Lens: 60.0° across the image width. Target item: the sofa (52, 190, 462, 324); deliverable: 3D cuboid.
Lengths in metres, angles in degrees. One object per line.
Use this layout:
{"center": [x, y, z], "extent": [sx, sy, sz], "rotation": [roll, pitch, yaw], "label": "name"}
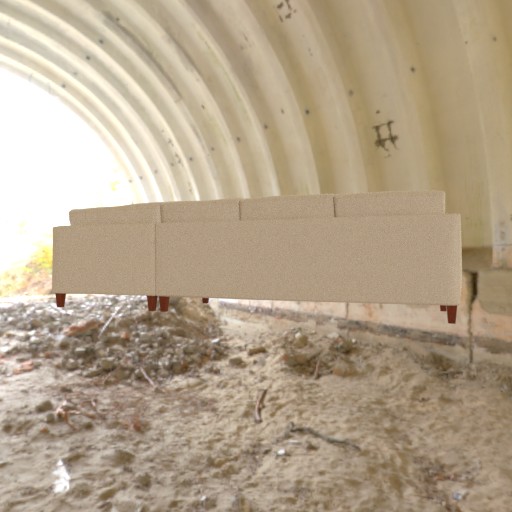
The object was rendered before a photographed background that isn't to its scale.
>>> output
{"center": [0.000, 0.000, 4.265], "extent": [3.471, 0.954, 1.606], "rotation": [0, -1, 19], "label": "sofa"}
